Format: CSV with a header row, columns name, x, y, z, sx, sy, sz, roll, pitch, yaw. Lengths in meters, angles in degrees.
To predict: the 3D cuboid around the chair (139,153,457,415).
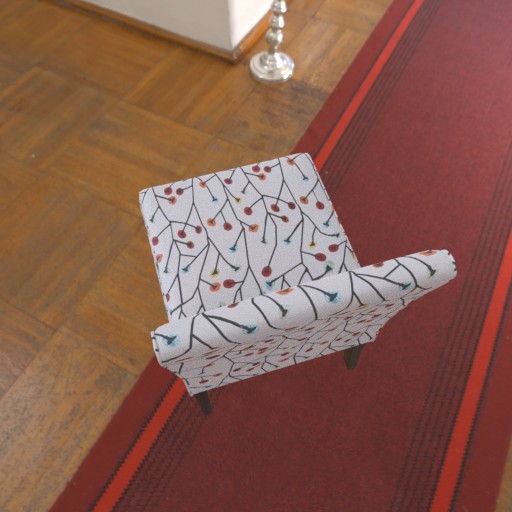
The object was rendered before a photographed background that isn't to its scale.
name,x,y,z,sx,sy,sz,roll,pitch,yaw
chair,0.000,0.000,1.293,0.597,0.813,0.732,-15,61,-9
